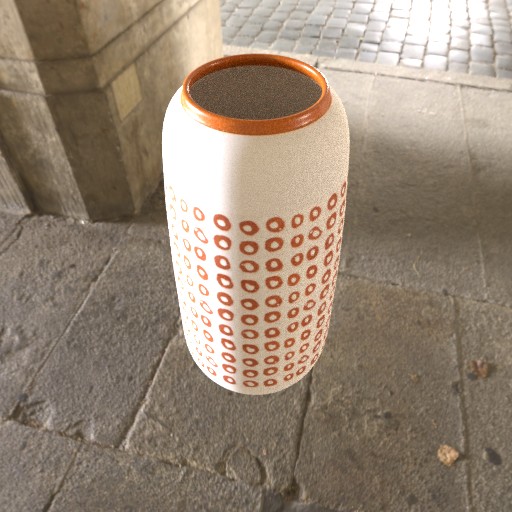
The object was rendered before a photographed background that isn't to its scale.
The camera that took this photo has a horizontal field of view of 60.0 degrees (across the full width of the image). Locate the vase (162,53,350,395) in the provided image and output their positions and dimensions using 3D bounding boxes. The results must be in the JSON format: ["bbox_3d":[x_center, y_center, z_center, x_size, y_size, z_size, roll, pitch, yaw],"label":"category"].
[{"bbox_3d":[0.000,0.000,0.349,0.133,0.282,0.133,0,47,0],"label":"vase"}]
